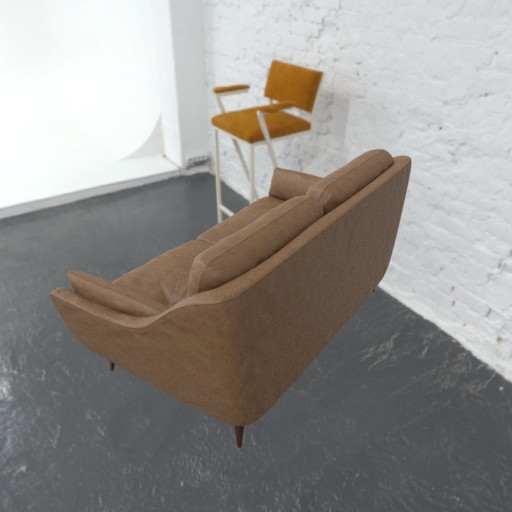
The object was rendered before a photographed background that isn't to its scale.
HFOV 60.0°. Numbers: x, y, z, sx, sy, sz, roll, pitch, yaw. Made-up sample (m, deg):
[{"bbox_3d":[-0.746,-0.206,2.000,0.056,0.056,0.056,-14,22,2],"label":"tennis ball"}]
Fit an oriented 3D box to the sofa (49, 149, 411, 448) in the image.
[{"bbox_3d":[0.000,0.000,2.279,0.981,0.886,1.731,21,37,30],"label":"sofa"}]
